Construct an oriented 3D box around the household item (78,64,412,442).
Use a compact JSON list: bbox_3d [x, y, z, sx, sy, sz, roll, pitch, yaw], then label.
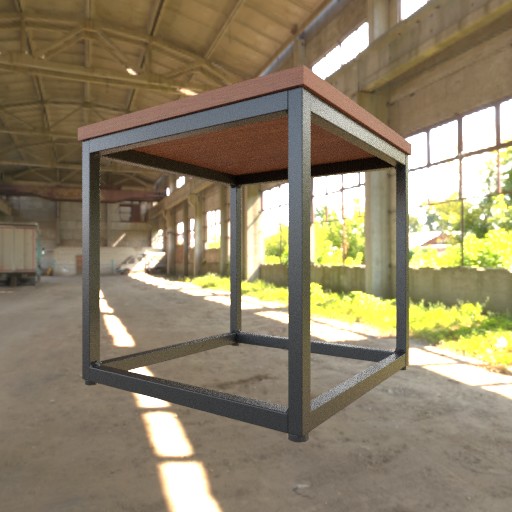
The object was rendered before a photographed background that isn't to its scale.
[{"bbox_3d":[0.000,0.000,0.742,0.400,0.400,0.400,0,0,35],"label":"household item"}]
